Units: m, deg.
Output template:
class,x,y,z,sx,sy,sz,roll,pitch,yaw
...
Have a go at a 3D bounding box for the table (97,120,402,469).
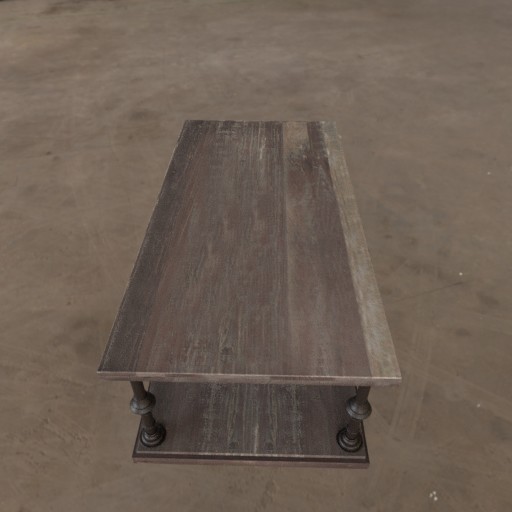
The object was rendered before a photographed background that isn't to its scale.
class,x,y,z,sx,sy,sz,roll,pitch,yaw
table,0.000,0.000,1.337,0.554,0.373,1.088,1,41,1
